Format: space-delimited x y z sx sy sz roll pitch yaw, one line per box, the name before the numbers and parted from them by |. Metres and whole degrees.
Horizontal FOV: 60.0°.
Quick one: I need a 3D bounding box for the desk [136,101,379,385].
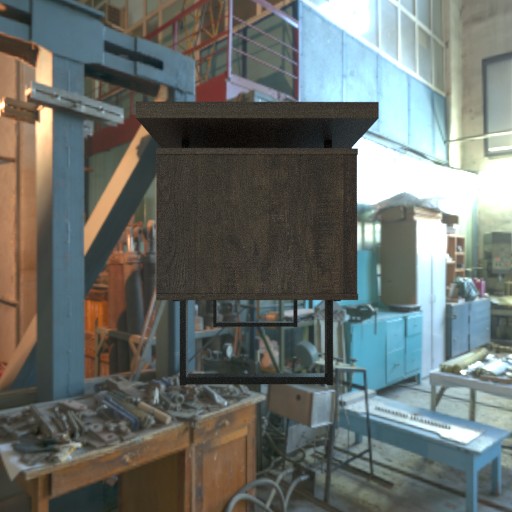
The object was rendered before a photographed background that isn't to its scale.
desk | 0.000 0.000 1.855 0.600 0.760 1.524 0 0 0
